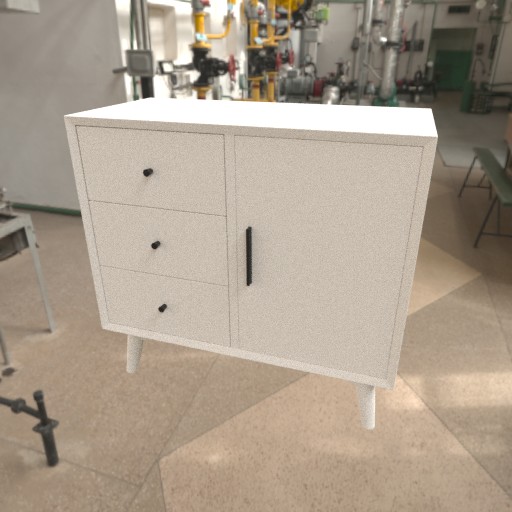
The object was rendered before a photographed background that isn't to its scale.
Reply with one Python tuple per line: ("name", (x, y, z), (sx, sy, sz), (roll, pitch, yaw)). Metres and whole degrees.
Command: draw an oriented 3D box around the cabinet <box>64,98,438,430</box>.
("cabinet", (0.000, 0.000, 1.223), (0.800, 0.761, 0.398), (8, 27, 16))
